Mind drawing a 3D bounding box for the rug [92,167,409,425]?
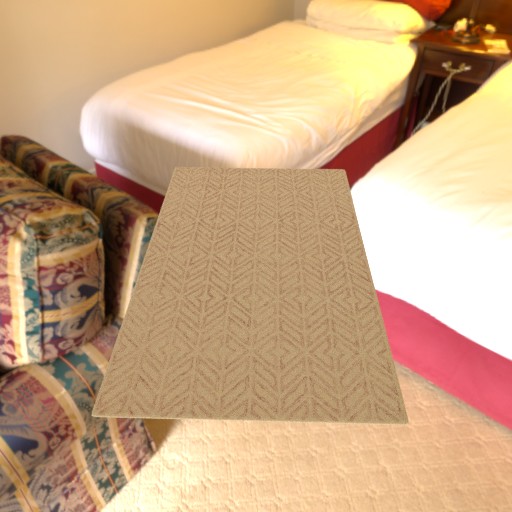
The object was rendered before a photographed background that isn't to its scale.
[{"bbox_3d":[0.000,0.000,3.045,1.523,0.008,2.438,1,40,1],"label":"rug"}]
